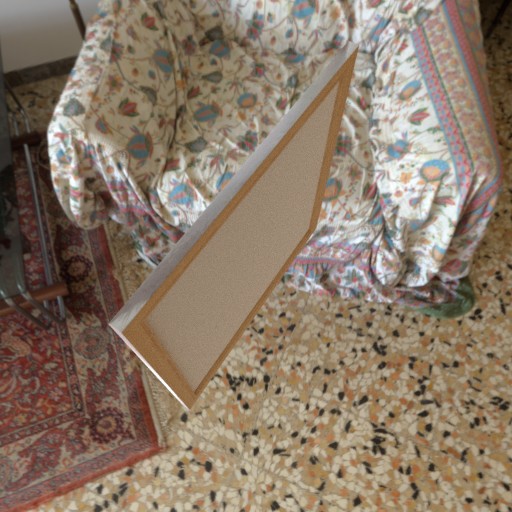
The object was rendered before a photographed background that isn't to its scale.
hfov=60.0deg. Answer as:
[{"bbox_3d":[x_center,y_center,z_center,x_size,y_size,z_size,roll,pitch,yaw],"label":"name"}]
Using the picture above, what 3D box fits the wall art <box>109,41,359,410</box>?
[{"bbox_3d":[0.000,0.000,1.143,0.027,0.762,0.762,30,67,15],"label":"wall art"}]
